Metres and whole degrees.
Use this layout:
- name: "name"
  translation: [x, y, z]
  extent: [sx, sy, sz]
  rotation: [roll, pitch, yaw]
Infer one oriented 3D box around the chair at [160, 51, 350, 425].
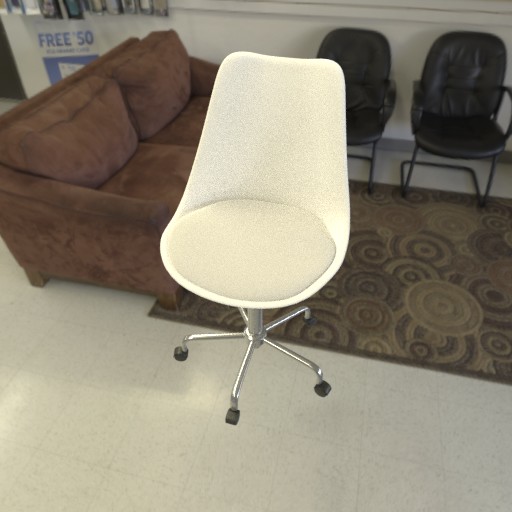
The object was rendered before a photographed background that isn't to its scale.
- name: "chair"
  translation: [0.000, 0.000, 1.250]
  extent: [0.550, 0.930, 0.550]
  rotation: [11, 42, 13]
